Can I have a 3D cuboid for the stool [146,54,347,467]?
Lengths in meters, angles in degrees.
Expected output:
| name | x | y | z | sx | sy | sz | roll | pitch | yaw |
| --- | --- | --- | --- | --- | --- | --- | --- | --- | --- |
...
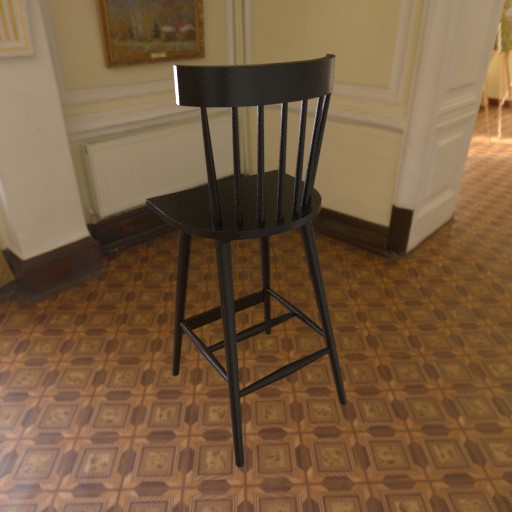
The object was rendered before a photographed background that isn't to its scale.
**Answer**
| name | x | y | z | sx | sy | sz | roll | pitch | yaw |
| --- | --- | --- | --- | --- | --- | --- | --- | --- | --- |
| stool | 0.000 | 0.000 | 1.335 | 0.482 | 1.092 | 0.483 | -18 | 34 | -29 |
